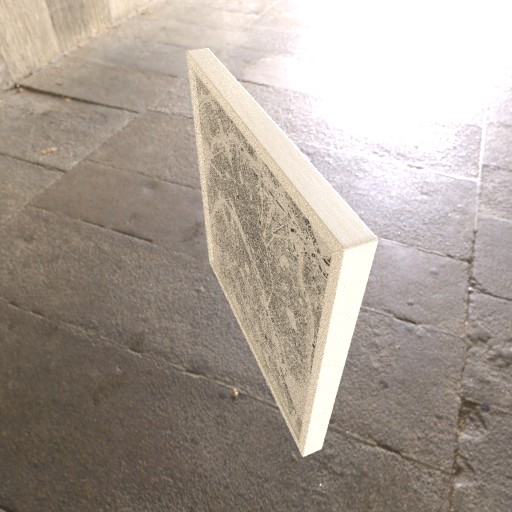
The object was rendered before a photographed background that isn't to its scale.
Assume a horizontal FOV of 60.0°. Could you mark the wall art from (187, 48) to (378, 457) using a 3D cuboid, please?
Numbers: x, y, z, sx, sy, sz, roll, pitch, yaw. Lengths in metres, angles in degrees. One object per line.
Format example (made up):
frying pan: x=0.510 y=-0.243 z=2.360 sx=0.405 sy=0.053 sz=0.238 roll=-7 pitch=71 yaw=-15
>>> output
wall art: x=0.000 y=0.000 z=0.756 sx=0.038 sy=0.508 sz=0.508 roll=-17 pitch=48 yaw=-16
